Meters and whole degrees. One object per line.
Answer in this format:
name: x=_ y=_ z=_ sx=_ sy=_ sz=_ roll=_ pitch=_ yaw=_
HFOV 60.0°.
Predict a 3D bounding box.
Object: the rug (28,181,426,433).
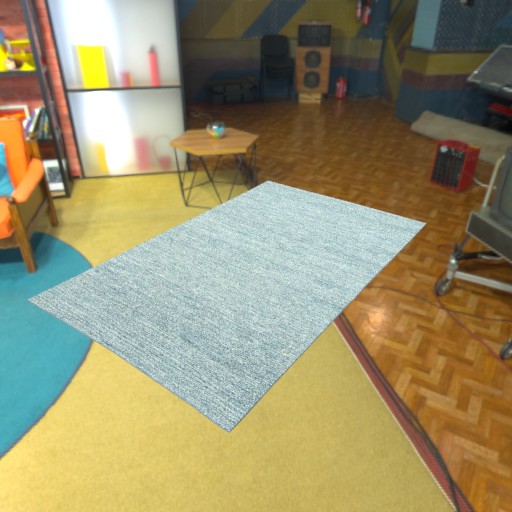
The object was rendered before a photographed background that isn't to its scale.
rug: x=0.000 y=0.000 z=2.322 sx=1.174 sy=0.022 sz=1.853 roll=21 pitch=37 yaw=31
